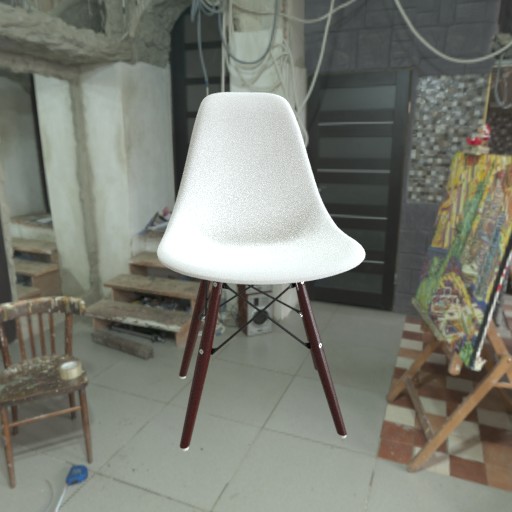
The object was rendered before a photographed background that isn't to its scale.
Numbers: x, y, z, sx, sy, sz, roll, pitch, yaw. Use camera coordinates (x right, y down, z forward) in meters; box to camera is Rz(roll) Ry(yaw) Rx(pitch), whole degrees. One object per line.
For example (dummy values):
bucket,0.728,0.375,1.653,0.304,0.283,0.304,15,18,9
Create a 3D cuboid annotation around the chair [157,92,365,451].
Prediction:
chair,0.000,0.000,1.118,0.470,0.826,0.533,-2,15,-7
